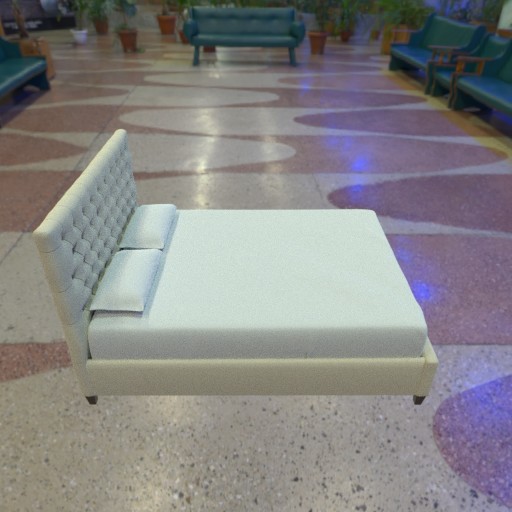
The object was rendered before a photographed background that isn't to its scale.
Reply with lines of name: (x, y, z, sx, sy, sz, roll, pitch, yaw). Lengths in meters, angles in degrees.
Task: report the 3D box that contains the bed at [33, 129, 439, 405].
bed: (0.000, 0.000, 3.392, 2.387, 1.427, 1.698, 0, 34, 0)
